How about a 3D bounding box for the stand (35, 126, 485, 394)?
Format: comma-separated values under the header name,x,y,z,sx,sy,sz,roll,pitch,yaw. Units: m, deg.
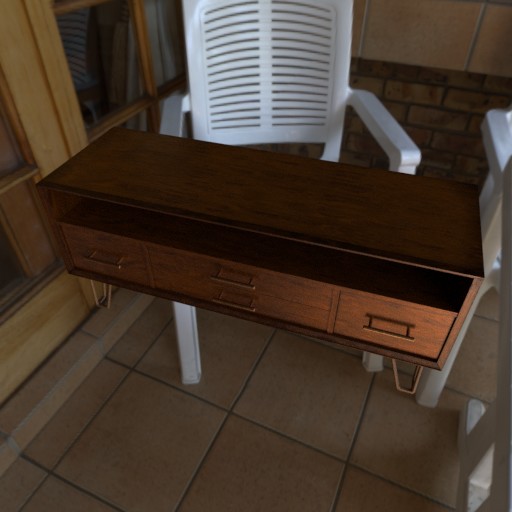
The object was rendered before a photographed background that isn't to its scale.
name,x,y,z,sx,sy,sz,roll,pitch,yaw
stand,0.000,0.000,1.646,1.372,0.610,0.481,13,42,14
